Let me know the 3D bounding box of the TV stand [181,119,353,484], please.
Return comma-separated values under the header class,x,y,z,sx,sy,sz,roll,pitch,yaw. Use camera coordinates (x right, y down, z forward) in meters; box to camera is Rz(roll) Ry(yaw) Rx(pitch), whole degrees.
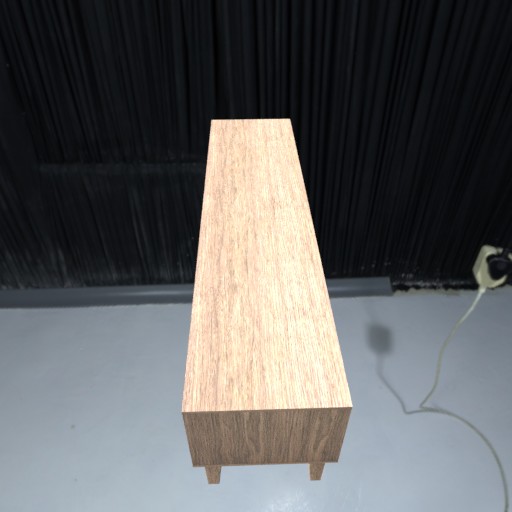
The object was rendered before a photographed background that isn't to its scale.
class,x,y,z,sx,sy,sz,roll,pitch,yaw
TV stand,0.000,0.000,1.640,0.366,0.409,1.482,-1,41,-1
